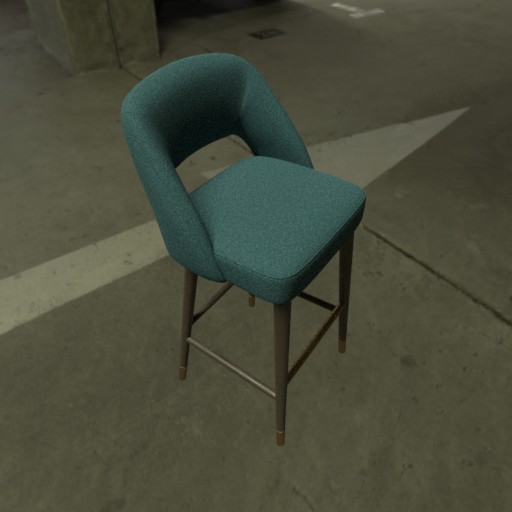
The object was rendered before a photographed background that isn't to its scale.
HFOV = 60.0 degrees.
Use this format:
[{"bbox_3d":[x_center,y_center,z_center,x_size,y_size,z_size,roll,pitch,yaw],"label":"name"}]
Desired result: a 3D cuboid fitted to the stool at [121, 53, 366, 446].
[{"bbox_3d":[0.000,0.000,1.327,0.522,1.032,0.536,25,47,25],"label":"stool"}]
